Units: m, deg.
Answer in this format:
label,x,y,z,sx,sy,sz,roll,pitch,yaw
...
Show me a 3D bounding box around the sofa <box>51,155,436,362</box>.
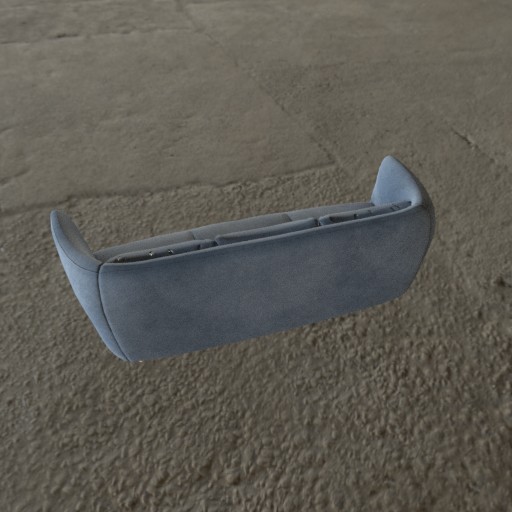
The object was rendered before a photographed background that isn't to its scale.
label,x,y,z,sx,sy,sz,roll,pitch,yaw
sofa,0.000,0.000,2.538,2.095,0.795,0.849,-11,42,-13
